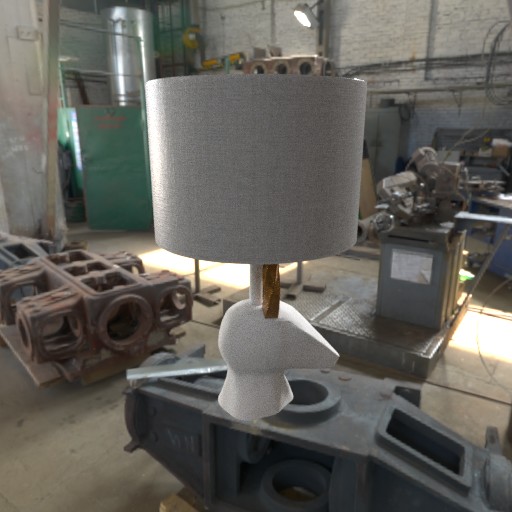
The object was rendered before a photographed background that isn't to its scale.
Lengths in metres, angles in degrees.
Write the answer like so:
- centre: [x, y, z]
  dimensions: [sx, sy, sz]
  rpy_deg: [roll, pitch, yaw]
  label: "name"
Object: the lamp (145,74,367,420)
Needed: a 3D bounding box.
- centre: [0.000, 0.000, 0.682]
  dimensions: [0.298, 0.503, 0.298]
  rpy_deg: [-3, 17, -9]
  label: "lamp"
